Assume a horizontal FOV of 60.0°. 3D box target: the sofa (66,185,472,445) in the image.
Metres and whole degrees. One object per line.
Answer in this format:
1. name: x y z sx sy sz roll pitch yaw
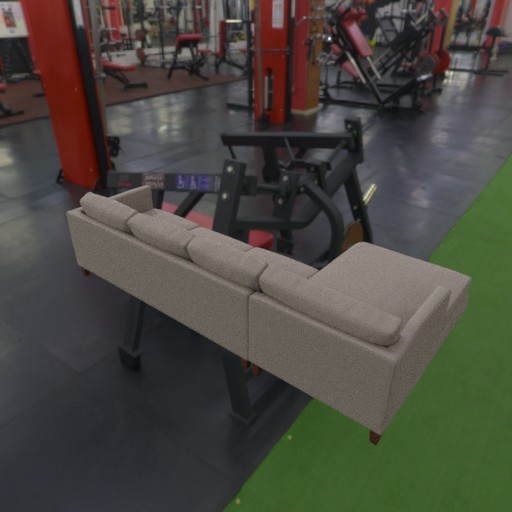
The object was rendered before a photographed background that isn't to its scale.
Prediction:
1. sofa: 0.000 0.000 3.858 3.186 0.846 1.625 22 36 33
